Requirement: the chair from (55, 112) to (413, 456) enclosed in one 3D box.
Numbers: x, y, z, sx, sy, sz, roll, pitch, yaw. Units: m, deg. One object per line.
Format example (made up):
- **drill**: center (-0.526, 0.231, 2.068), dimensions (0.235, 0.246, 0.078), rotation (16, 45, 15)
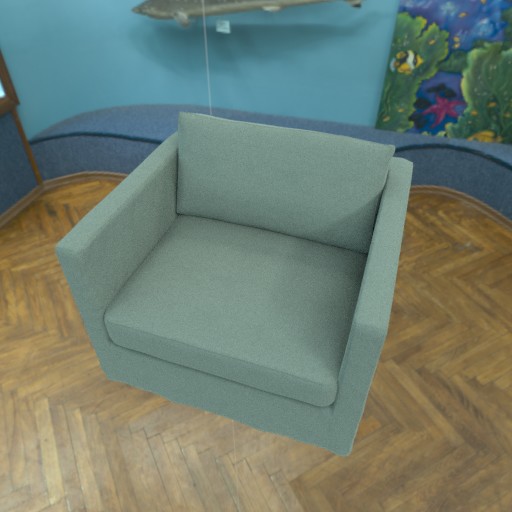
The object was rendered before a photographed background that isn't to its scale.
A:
- **chair**: center (0.000, 0.000, 1.747), dimensions (1.057, 0.863, 0.949), rotation (13, 44, 14)
